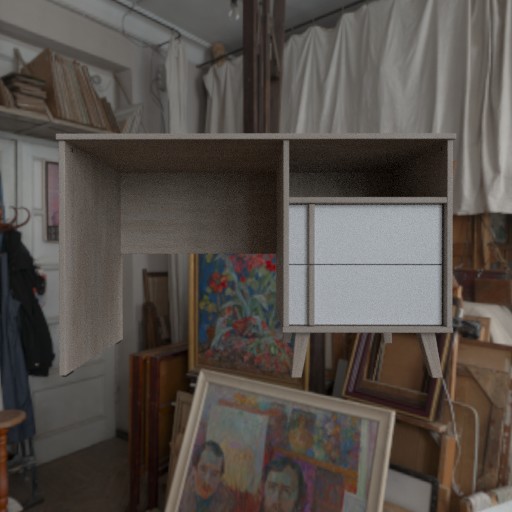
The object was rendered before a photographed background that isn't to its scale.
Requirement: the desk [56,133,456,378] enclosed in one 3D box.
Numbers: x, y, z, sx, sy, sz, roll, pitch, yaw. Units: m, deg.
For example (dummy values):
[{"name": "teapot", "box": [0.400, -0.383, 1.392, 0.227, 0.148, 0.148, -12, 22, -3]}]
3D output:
[{"name": "desk", "box": [0.000, 0.000, 1.686, 1.251, 0.770, 0.600, 0, 0, 0]}]
